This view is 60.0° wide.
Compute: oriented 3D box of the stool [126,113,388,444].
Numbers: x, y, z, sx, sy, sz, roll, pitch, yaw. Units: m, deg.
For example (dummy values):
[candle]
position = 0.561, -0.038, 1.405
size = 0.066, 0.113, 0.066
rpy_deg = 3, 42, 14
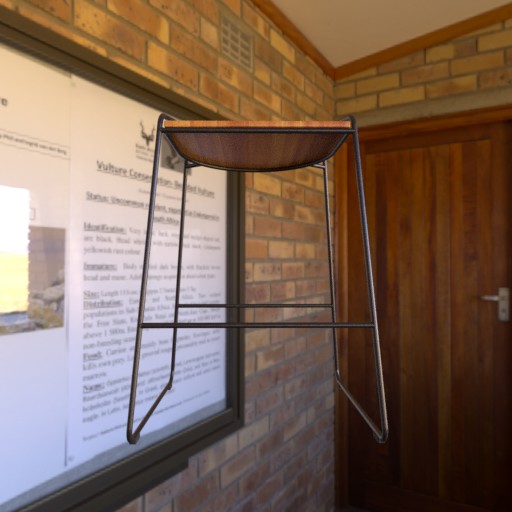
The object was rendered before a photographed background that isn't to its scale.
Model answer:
[stool]
position = 0.000, 0.000, 1.176
size = 0.546, 0.812, 0.521
rpy_deg = 0, -1, -1
